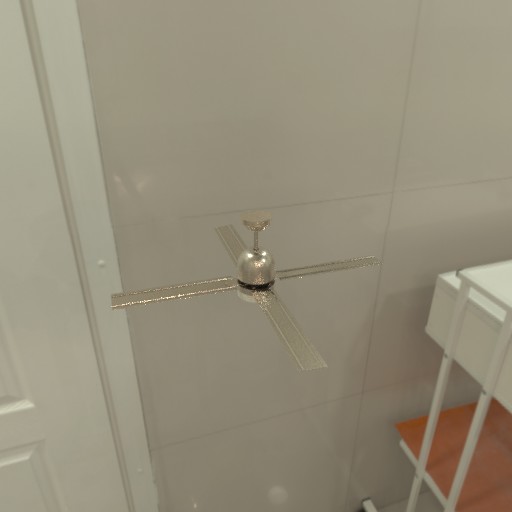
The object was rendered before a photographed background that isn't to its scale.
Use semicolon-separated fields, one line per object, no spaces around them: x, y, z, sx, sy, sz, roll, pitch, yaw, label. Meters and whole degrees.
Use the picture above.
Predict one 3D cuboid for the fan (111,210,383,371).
0.000;0.000;2.088;1.346;0.406;1.346;-9;29;-17;fan
